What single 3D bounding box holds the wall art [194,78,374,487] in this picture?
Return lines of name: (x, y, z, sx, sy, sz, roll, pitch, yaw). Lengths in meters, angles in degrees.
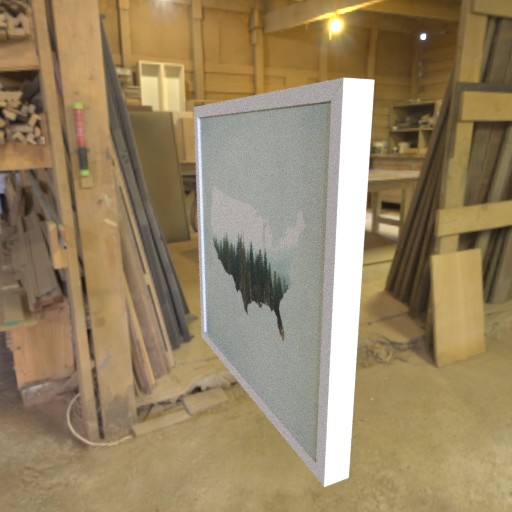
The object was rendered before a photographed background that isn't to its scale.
wall art: (0.000, 0.000, 0.754, 0.040, 0.509, 0.509, -7, 16, -24)
